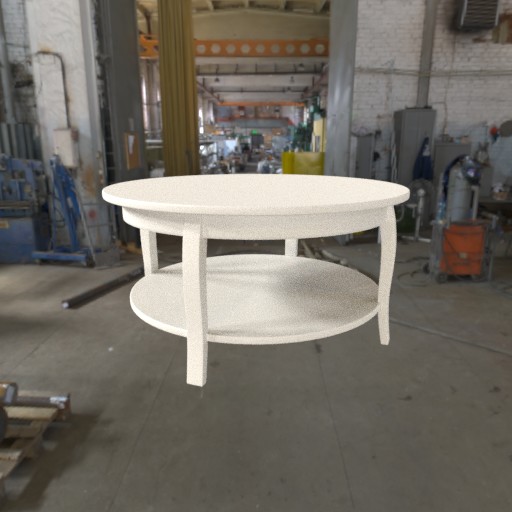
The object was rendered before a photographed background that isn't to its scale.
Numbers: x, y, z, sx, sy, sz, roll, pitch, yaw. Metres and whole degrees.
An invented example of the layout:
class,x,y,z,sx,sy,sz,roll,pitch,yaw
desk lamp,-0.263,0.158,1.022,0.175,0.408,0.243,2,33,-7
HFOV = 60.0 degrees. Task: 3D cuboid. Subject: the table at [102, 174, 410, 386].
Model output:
class,x,y,z,sx,sy,sz,roll,pitch,yaw
table,0.000,0.000,1.441,0.910,0.457,0.910,0,15,0
